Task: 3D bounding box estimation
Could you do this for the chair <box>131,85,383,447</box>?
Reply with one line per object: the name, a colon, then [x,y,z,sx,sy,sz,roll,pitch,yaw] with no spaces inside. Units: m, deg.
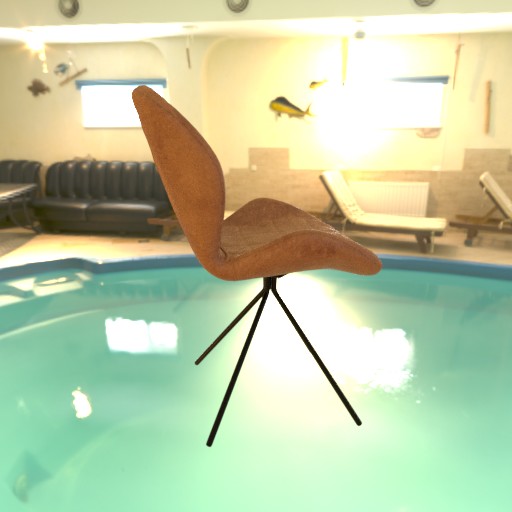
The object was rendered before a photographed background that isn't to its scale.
chair: [0.000,0.000,1.302,0.640,0.929,0.527,-3,17,-11]
